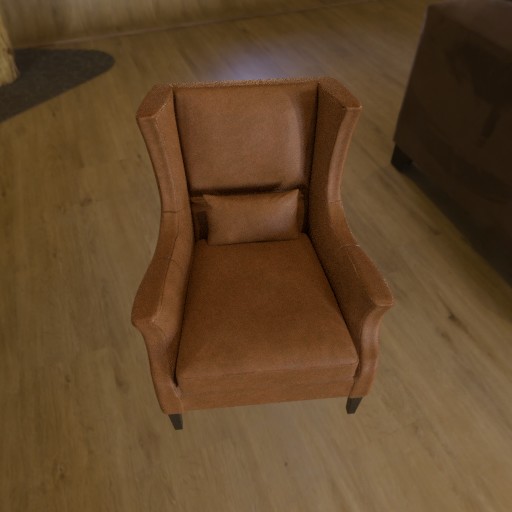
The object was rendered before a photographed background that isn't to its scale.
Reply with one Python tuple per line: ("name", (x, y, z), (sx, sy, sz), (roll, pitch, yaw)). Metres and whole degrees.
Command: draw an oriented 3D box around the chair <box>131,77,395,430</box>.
("chair", (0.000, 0.000, 1.690), (0.852, 1.016, 0.925), (-4, 46, -4))
